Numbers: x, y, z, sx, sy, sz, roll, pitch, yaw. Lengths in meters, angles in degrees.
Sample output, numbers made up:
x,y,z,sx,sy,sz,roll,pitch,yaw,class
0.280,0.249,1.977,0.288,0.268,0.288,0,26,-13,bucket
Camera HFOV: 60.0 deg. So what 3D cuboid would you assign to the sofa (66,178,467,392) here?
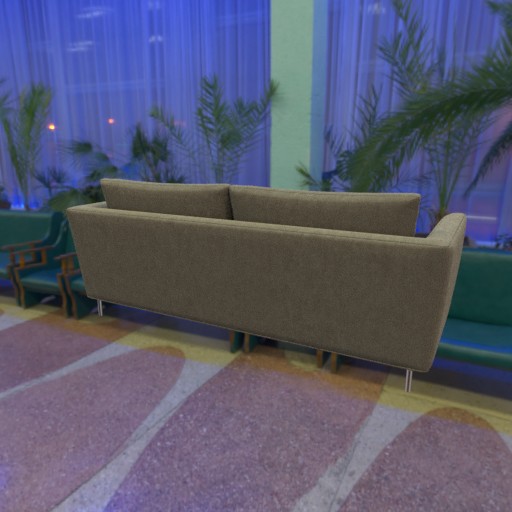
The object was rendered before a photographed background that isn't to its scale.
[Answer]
x,y,z,sx,sy,sz,roll,pitch,yaw,class
0.000,0.000,2.554,2.121,0.864,0.889,8,16,27,sofa
